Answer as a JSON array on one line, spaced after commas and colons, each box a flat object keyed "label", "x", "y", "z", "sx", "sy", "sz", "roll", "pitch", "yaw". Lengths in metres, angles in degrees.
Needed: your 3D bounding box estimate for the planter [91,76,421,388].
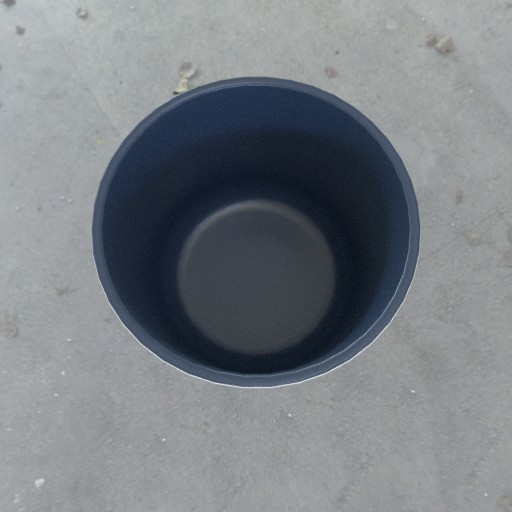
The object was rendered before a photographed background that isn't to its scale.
[{"label": "planter", "x": 0.000, "y": 0.000, "z": 0.396, "sx": 0.224, "sy": 0.203, "sz": 0.224, "roll": 0, "pitch": 75, "yaw": 0}]
